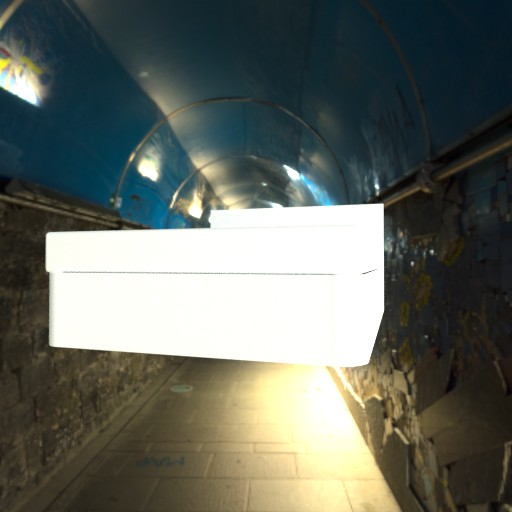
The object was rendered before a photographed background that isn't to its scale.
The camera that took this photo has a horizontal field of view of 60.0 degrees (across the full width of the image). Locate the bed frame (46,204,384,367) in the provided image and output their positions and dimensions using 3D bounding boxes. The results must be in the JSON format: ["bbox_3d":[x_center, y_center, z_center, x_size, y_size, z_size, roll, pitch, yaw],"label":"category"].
[{"bbox_3d":[0.000,0.000,2.632,1.400,0.800,1.900,0,-1,18],"label":"bed frame"}]
